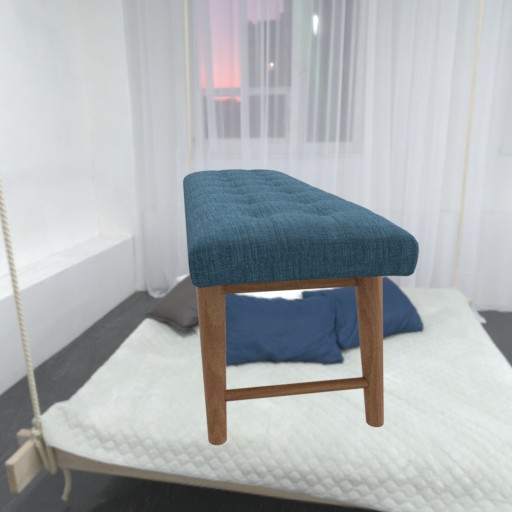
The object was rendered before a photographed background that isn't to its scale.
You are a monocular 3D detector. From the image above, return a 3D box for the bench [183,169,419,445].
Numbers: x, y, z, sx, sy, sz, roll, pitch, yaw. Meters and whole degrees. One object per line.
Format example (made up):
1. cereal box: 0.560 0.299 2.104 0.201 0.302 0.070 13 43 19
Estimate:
1. bench: 0.000 0.000 1.319 0.406 0.432 1.118 -3 16 -9
